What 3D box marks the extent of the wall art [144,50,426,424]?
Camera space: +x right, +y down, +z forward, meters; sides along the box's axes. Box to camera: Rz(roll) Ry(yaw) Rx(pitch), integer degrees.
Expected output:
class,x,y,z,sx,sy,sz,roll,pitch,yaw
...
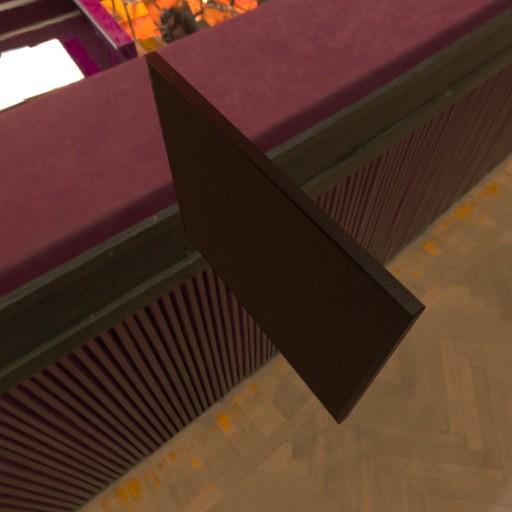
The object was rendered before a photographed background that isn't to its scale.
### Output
class,x,y,z,sx,sy,sz,roll,pitch,yaw
wall art,0.000,0.000,0.722,0.018,0.450,0.521,-32,62,-19
